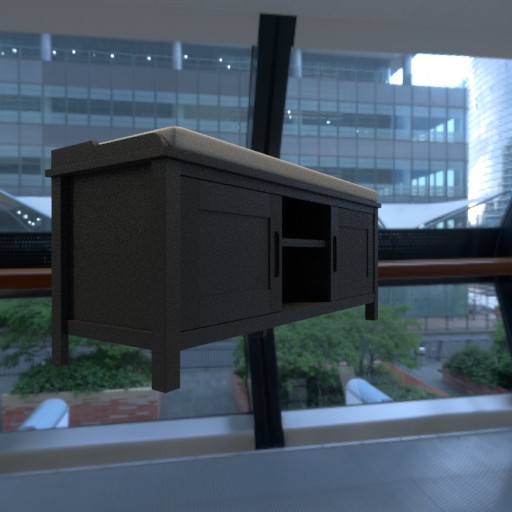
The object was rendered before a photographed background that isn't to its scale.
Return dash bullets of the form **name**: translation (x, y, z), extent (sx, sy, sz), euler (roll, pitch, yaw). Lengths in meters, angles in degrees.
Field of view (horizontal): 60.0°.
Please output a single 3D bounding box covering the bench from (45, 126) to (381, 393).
- **bench**: translation (0.000, 0.000, 1.383), extent (0.398, 0.501, 1.140), euler (0, 0, 35)
